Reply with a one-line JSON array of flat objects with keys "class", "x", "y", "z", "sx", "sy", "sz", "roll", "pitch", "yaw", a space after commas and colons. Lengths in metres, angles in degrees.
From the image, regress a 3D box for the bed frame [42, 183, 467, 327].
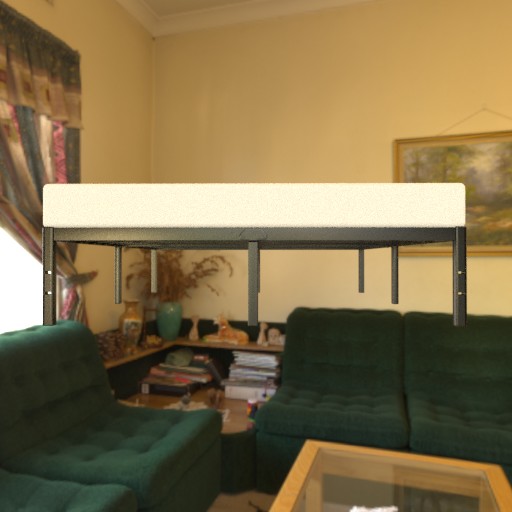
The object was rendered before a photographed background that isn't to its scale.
[{"class": "bed frame", "x": 0.000, "y": 0.000, "z": 3.066, "sx": 1.963, "sy": 0.659, "sz": 2.079, "roll": 0, "pitch": 0, "yaw": 1}]
